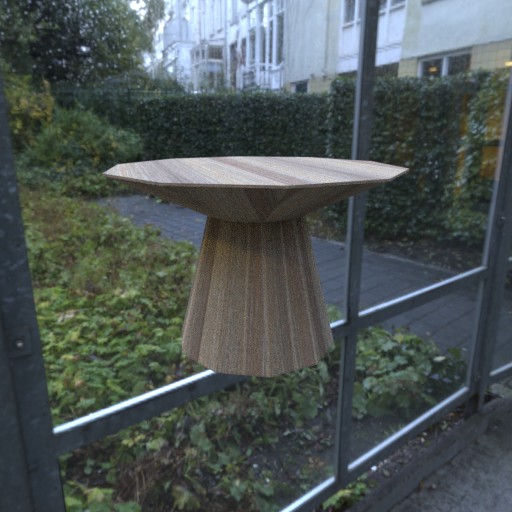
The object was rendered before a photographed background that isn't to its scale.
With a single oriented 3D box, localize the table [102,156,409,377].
[{"bbox_3d":[0.000,0.000,1.892,1.186,0.752,1.186,0,16,0],"label":"table"}]
